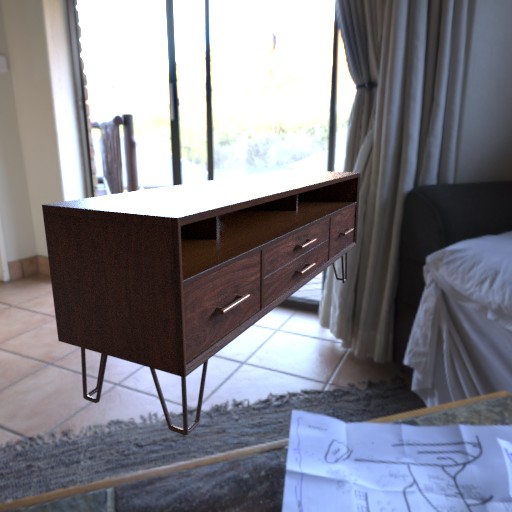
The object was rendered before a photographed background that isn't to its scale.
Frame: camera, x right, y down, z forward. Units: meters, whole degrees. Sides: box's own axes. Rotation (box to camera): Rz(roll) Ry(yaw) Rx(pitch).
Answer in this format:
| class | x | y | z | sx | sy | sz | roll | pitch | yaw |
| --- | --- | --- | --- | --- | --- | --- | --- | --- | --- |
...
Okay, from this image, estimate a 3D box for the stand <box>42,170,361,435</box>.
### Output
| class | x | y | z | sx | sy | sz | roll | pitch | yaw |
| --- | --- | --- | --- | --- | --- | --- | --- | --- | --- |
| stand | 0.000 | 0.000 | 1.879 | 0.481 | 0.610 | 1.626 | 7 | 16 | 26 |
